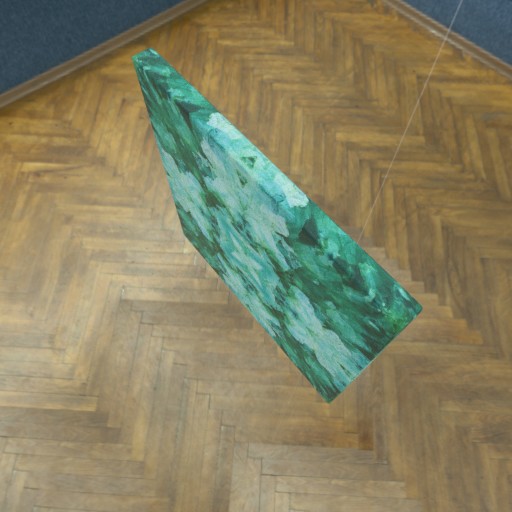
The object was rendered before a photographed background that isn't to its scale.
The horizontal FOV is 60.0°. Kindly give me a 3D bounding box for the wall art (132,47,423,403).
[{"bbox_3d":[0.000,0.000,0.761,0.038,0.508,0.507,-36,69,-17],"label":"wall art"}]
